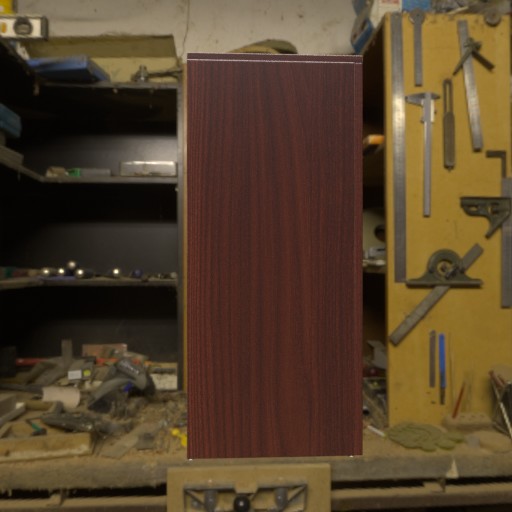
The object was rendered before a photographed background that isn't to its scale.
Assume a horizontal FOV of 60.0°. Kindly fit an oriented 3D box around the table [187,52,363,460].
[{"bbox_3d":[0.000,0.000,1.328,0.380,0.790,0.930,0,0,-3],"label":"table"}]
